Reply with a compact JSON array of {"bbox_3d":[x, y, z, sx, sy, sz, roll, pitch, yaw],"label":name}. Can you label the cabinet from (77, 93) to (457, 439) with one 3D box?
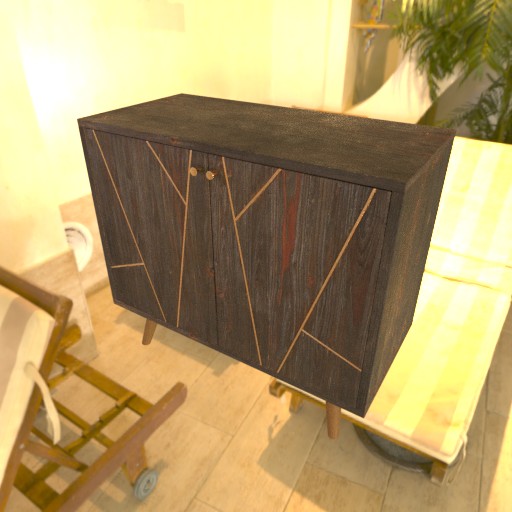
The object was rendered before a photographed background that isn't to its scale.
[{"bbox_3d":[0.000,0.000,1.535,1.023,0.897,0.529,18,35,28],"label":"cabinet"}]
